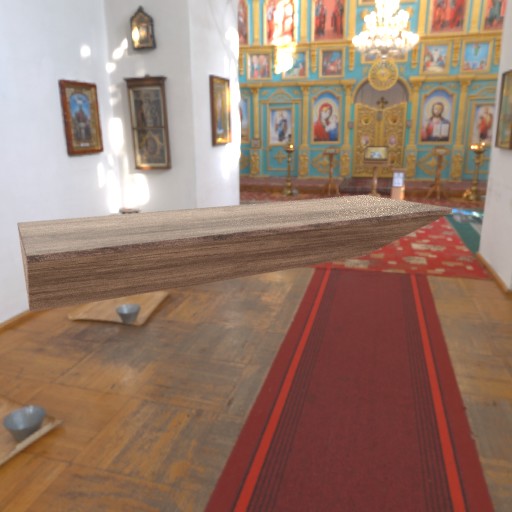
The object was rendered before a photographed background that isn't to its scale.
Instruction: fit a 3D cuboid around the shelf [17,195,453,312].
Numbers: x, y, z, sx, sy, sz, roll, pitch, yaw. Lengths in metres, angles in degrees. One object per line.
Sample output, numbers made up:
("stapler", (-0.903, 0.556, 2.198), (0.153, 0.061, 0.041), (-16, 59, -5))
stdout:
("shelf", (0.000, 0.000, 0.662), (0.610, 0.125, 0.200), (-8, 17, -29))
